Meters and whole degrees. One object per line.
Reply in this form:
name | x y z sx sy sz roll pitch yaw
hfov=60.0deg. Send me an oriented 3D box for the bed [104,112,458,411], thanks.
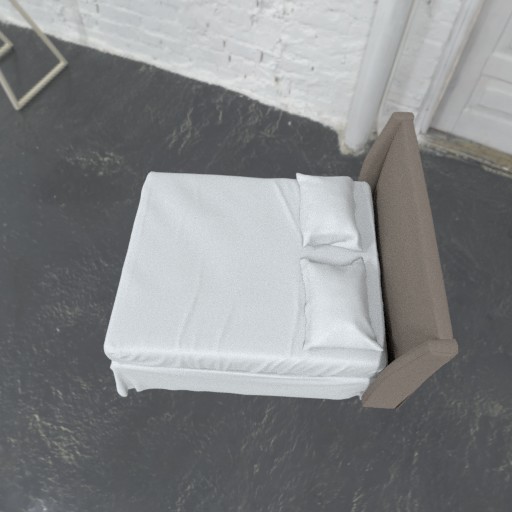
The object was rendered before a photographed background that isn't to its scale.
bed | 0.000 0.000 3.412 2.276 1.332 1.925 3 58 2
